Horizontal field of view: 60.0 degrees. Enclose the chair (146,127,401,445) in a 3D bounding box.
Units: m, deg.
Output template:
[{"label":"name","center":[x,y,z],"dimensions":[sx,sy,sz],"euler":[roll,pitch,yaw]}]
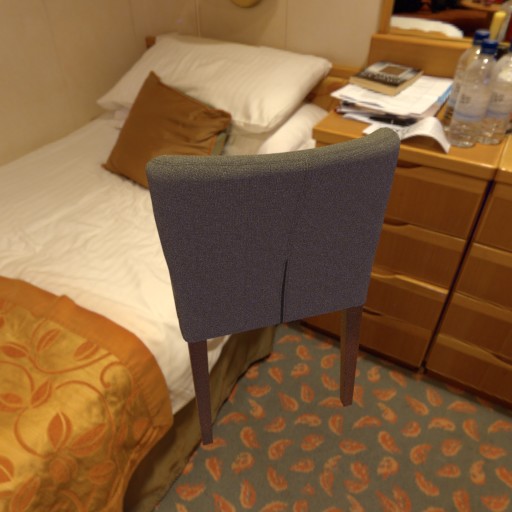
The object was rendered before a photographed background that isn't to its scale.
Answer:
[{"label":"chair","center":[0.000,0.000,1.168],"dimensions":[0.491,0.839,0.589],"euler":[-10,40,-13]}]
